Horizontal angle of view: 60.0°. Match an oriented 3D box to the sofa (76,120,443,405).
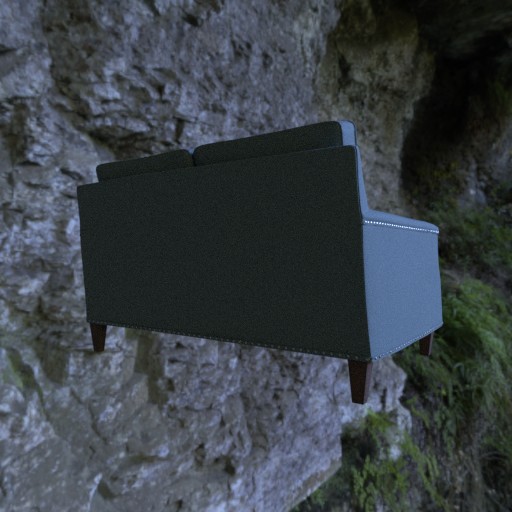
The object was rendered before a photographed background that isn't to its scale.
[{"bbox_3d":[0.000,0.000,2.263,1.597,1.003,1.084,0,0,35],"label":"sofa"}]
